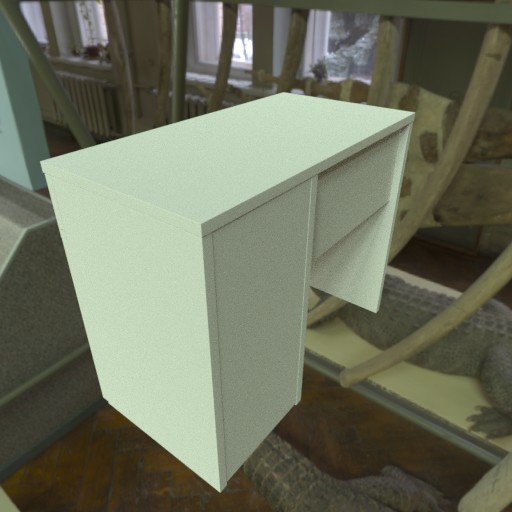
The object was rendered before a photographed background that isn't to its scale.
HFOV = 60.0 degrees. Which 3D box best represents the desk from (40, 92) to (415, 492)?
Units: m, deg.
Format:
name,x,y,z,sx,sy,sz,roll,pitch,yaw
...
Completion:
name,x,y,z,sx,sy,sz,roll,pitch,yaw
desk,0.000,0.000,1.308,0.482,0.730,0.898,22,38,32
